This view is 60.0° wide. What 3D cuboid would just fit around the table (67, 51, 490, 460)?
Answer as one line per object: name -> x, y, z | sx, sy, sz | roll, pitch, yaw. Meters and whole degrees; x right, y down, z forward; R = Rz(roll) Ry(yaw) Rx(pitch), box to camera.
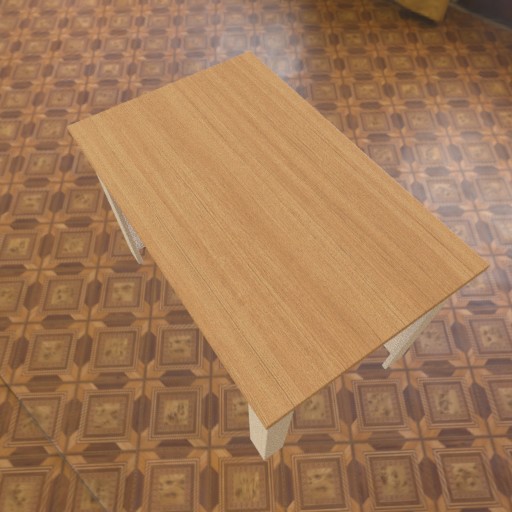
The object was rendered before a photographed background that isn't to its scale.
table -> 0.000, 0.000, 1.580 | 0.700, 0.734, 1.100 | -30, 63, -17
